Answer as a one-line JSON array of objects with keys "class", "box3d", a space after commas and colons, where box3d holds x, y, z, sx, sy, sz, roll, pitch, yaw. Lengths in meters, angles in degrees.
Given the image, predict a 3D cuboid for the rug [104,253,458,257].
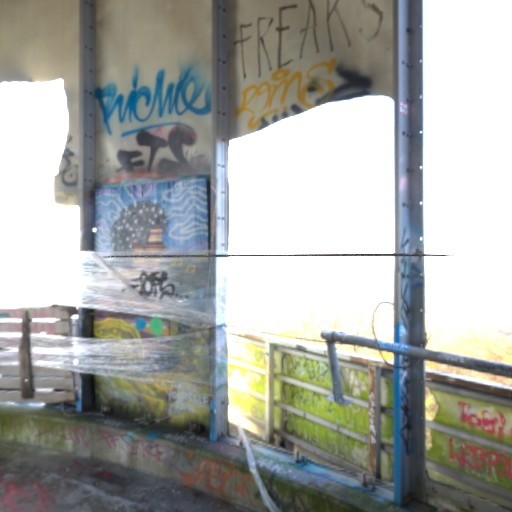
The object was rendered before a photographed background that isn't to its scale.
[{"class": "rug", "box3d": [0.000, 0.000, 2.869, 1.324, 0.018, 2.378, 0, 0, -37]}]
